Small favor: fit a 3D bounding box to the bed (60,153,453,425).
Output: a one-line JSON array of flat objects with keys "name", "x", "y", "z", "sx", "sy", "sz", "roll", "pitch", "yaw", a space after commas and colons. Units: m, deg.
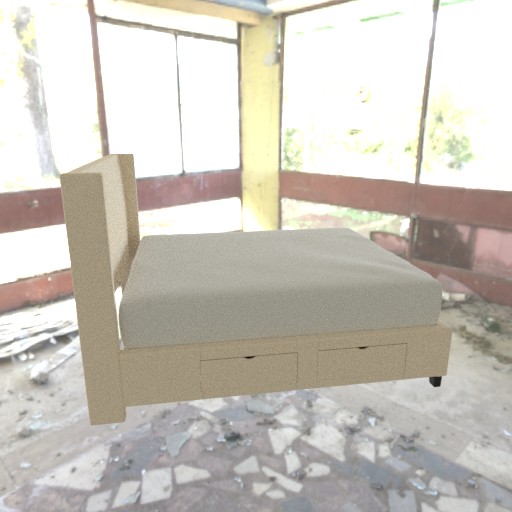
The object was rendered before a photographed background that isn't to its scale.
[{"name": "bed", "x": 0.000, "y": 0.000, "z": 3.414, "sx": 2.280, "sy": 1.471, "sz": 1.765, "roll": -3, "pitch": 17, "yaw": -9}]
